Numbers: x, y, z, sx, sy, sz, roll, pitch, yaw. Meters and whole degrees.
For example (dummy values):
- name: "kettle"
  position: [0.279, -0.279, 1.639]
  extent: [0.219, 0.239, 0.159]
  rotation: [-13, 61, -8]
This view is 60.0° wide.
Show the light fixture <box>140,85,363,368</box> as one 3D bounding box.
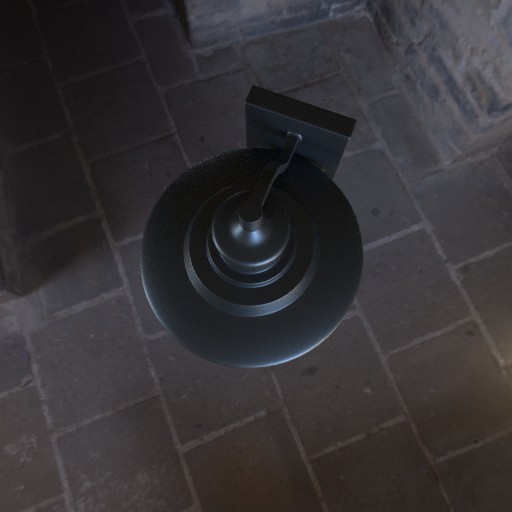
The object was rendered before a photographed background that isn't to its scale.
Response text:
- name: "light fixture"
  position: [0.000, 0.000, 0.504]
  extent: [0.222, 0.345, 0.252]
  rotation: [21, 76, 5]
